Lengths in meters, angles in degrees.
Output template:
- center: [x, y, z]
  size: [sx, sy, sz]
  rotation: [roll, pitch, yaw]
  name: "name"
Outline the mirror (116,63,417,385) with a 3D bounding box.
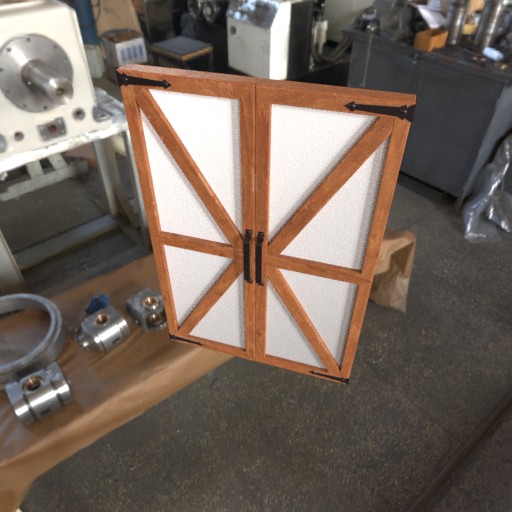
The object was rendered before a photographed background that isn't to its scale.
- center: [0.000, 0.000, 0.985]
  size: [0.517, 0.761, 0.053]
  rotation: [11, 42, 13]
  name: "mirror"
